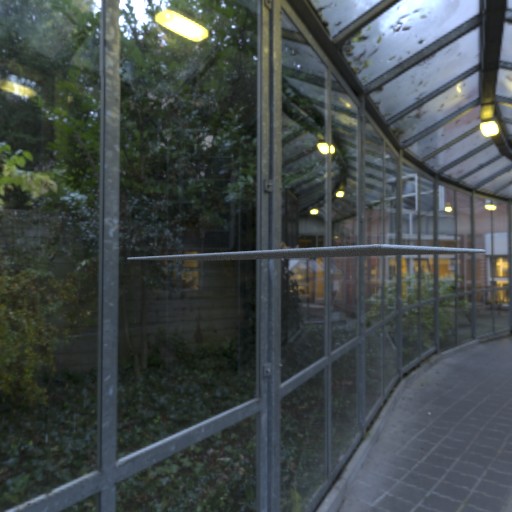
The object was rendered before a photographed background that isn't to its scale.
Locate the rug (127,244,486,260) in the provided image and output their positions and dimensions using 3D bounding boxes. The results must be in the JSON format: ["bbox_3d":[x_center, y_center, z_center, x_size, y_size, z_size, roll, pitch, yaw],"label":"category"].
[{"bbox_3d":[0.000,0.000,2.534,0.678,0.014,2.276,1,-2,-36],"label":"rug"}]
